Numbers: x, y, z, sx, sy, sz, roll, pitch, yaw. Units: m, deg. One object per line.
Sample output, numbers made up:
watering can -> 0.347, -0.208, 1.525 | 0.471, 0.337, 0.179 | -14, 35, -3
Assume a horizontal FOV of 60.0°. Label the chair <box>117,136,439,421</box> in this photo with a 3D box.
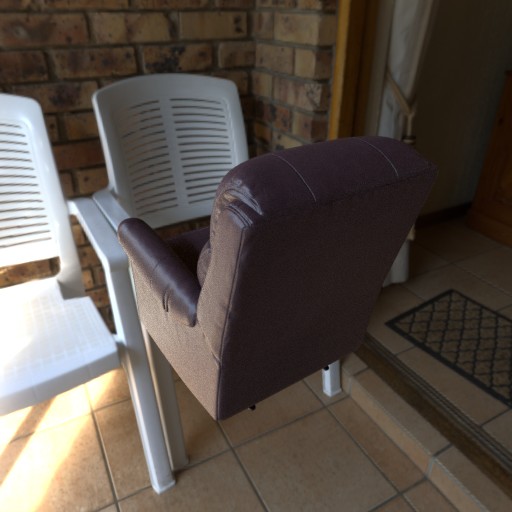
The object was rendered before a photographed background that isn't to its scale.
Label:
chair -> 0.000, 0.000, 1.798 | 0.838, 1.054, 1.014 | -19, 35, -29
